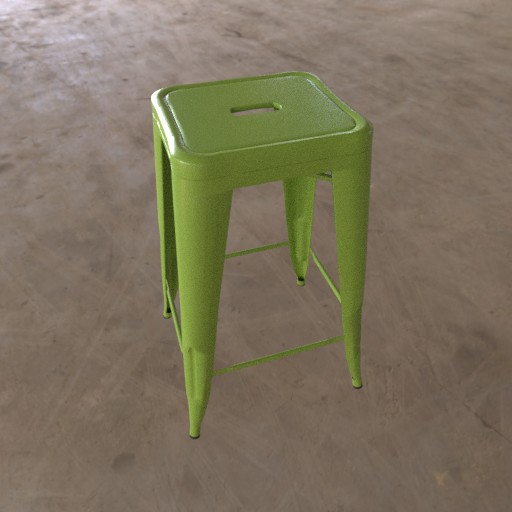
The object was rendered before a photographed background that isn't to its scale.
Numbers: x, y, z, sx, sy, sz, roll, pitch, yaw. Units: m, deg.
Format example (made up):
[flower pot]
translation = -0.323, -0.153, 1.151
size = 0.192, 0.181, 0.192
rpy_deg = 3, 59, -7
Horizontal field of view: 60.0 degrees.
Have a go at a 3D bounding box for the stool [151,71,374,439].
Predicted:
[stool]
translation = 0.000, 0.000, 0.874
size = 0.398, 0.609, 0.358
rpy_deg = -12, 44, -13
